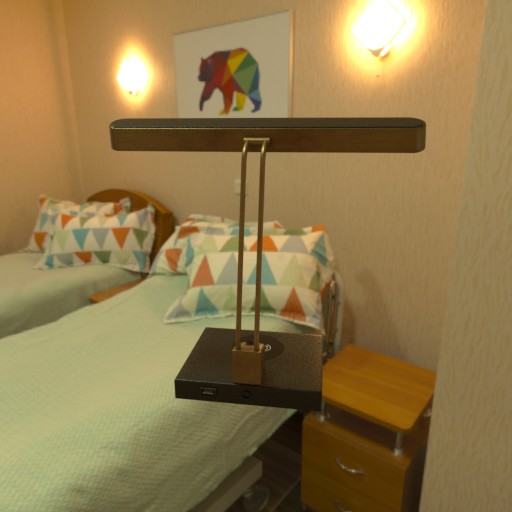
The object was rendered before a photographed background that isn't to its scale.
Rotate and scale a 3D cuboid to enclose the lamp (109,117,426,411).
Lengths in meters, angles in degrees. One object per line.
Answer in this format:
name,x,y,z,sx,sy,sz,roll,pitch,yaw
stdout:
lamp,0.000,0.000,0.577,0.412,0.345,0.156,2,17,8
